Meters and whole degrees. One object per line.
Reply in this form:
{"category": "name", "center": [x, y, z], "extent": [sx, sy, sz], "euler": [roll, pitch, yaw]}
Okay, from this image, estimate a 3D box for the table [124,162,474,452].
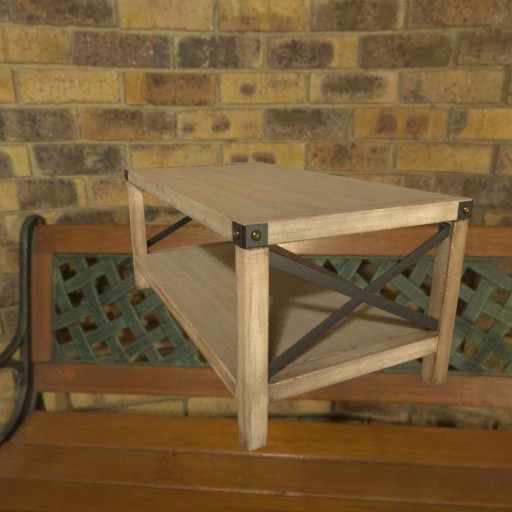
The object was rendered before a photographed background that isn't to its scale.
{"category": "table", "center": [0.000, 0.000, 1.326], "extent": [0.559, 0.456, 1.016], "euler": [-8, 19, -25]}
